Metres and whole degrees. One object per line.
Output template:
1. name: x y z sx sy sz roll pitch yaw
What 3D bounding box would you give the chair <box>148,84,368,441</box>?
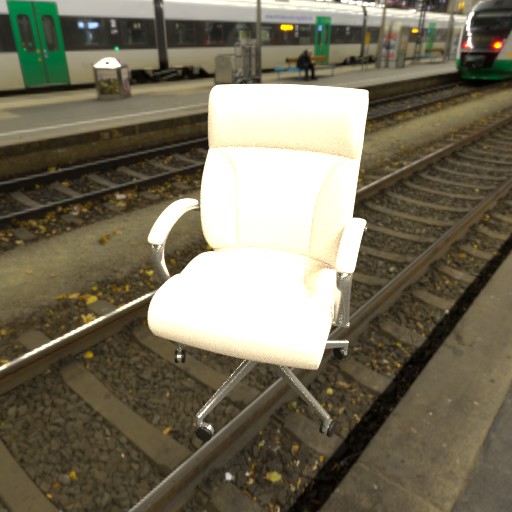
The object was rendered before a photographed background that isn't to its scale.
1. chair: 0.000 0.000 1.581 0.727 1.099 0.745 9 28 17
